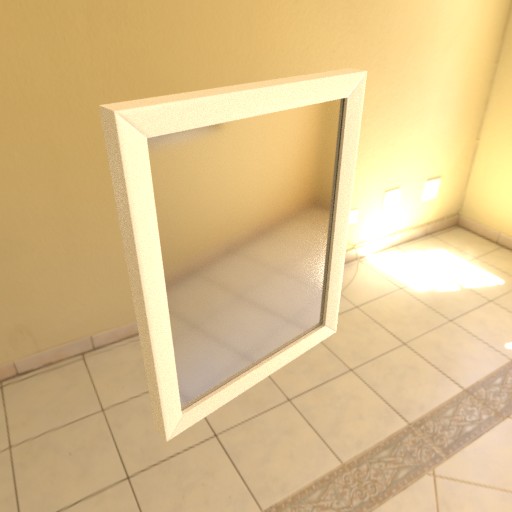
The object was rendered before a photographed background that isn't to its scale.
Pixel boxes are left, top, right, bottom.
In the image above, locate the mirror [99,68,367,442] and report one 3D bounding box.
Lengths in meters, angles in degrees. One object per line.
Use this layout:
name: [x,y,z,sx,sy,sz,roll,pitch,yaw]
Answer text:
mirror: [0.000,0.000,0.694,0.405,0.508,0.041,-24,38,-34]
